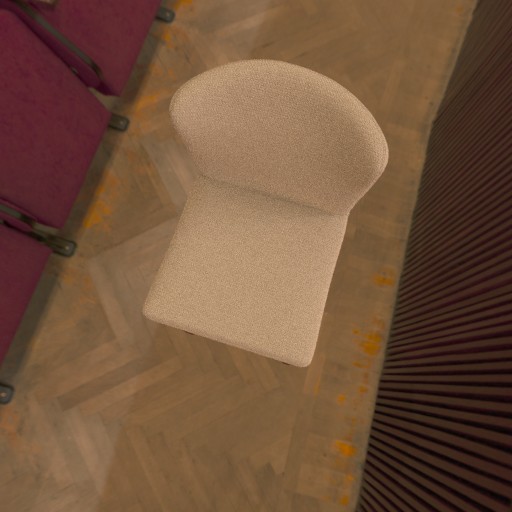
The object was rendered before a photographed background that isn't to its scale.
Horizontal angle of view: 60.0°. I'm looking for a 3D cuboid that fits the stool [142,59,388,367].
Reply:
[{"bbox_3d":[0.000,0.000,1.361,0.481,1.069,0.568,17,75,5],"label":"stool"}]
